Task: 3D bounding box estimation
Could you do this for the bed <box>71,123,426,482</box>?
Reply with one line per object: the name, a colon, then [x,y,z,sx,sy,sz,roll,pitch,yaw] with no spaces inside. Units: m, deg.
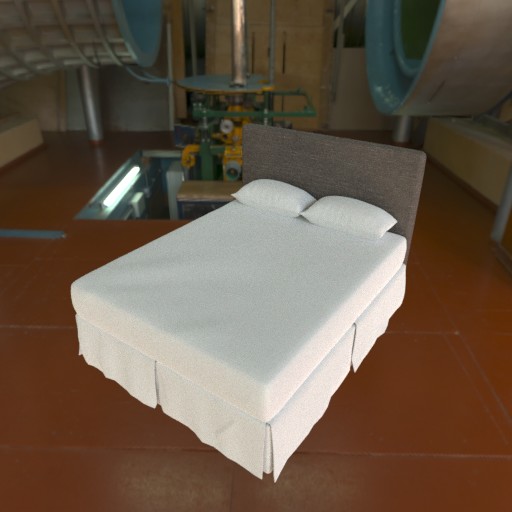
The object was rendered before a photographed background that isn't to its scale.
bed: [0.000,0.000,3.211,1.723,1.330,2.142,19,34,31]
